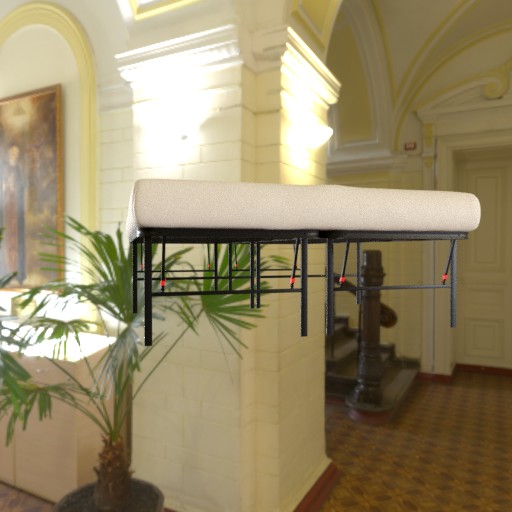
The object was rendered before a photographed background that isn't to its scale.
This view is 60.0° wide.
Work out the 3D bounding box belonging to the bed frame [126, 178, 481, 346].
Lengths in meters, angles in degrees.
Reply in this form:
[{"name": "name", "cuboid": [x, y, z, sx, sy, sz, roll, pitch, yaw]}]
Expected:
[{"name": "bed frame", "cuboid": [0.000, 0.000, 2.826, 1.584, 0.667, 2.151, 0, 1, -17]}]
